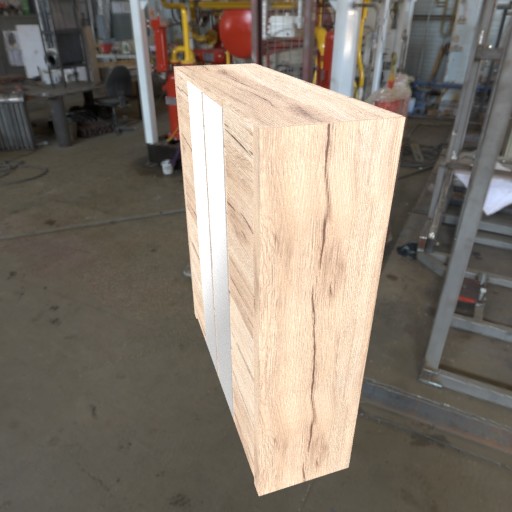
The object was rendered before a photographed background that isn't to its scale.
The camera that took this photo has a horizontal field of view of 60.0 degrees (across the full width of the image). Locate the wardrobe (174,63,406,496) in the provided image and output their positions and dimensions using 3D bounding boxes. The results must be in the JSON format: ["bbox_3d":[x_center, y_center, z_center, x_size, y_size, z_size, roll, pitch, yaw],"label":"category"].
[{"bbox_3d":[0.000,0.000,2.835,0.580,2.070,1.810,-9,31,-16],"label":"wardrobe"}]
